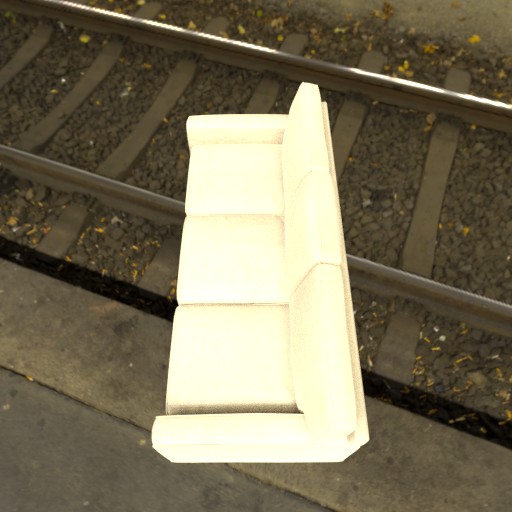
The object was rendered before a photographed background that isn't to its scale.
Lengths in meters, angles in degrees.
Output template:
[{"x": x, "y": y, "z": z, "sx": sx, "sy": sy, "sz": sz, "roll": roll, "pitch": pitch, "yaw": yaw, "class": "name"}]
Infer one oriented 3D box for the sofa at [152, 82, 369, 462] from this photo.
[{"x": 0.000, "y": 0.000, "z": 2.565, "sx": 0.936, "sy": 0.862, "sz": 2.093, "roll": 0, "pitch": 59, "yaw": 0, "class": "sofa"}]
